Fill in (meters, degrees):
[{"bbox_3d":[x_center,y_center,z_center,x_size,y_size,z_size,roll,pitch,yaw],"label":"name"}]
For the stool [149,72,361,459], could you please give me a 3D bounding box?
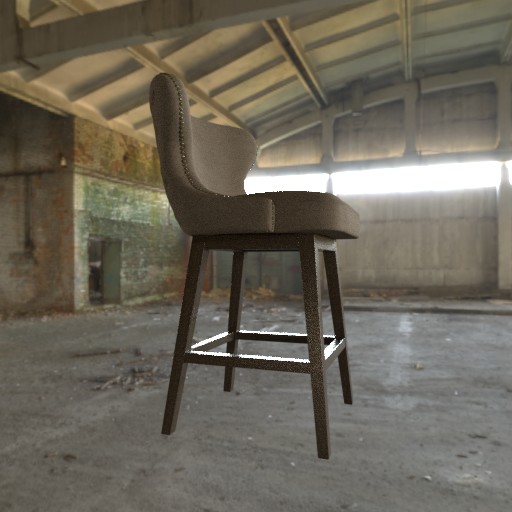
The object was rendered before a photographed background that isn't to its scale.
[{"bbox_3d":[0.000,0.000,1.356,0.597,0.972,0.615,0,-1,20],"label":"stool"}]
